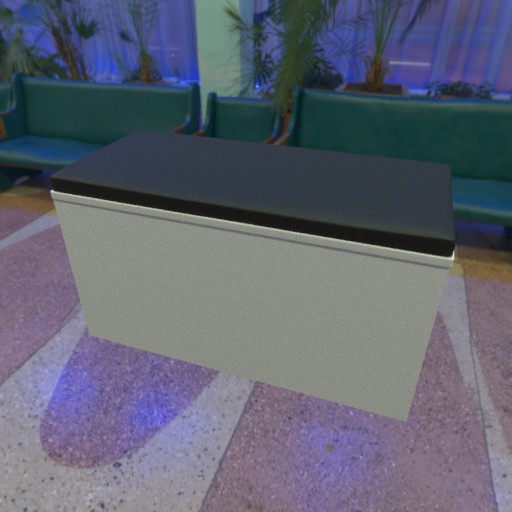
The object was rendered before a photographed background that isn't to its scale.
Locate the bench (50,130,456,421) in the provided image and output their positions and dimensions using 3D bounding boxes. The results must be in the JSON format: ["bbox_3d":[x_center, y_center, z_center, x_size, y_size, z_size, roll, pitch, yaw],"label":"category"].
[{"bbox_3d":[0.000,0.000,1.193,0.899,0.500,0.401,11,34,16],"label":"bench"}]
